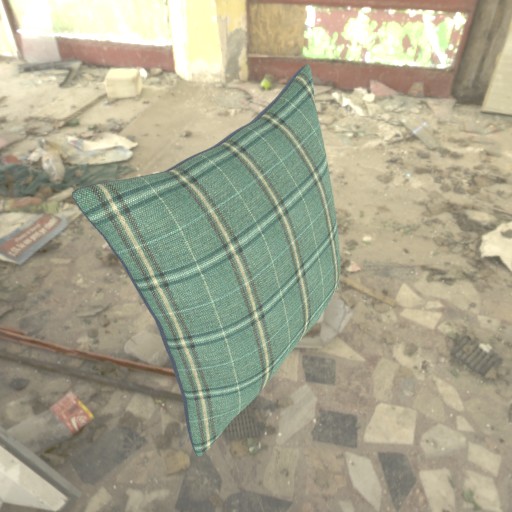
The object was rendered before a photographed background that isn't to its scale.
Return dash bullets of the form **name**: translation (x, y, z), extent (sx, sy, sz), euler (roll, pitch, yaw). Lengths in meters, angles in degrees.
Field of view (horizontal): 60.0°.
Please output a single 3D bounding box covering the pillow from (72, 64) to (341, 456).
- **pillow**: translation (0.000, 0.000, 0.680), extent (0.200, 0.430, 0.453), euler (25, 47, 26)
